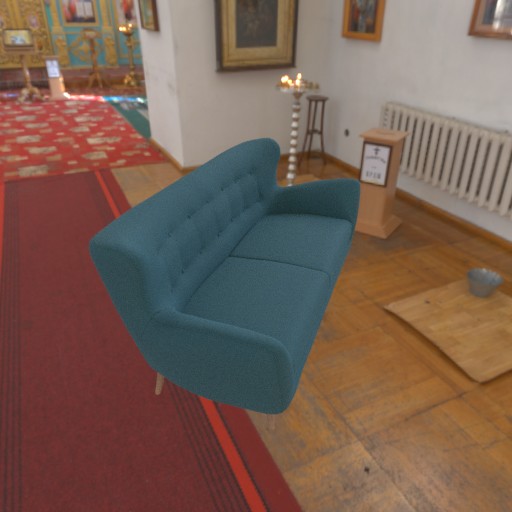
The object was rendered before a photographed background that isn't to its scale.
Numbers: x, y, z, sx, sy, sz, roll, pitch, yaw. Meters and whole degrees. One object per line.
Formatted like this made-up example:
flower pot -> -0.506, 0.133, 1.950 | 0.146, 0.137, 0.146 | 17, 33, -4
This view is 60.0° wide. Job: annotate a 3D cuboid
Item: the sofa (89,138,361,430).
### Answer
sofa -> 0.000, 0.000, 2.472 | 0.889, 0.890, 1.930 | 10, 29, 17
